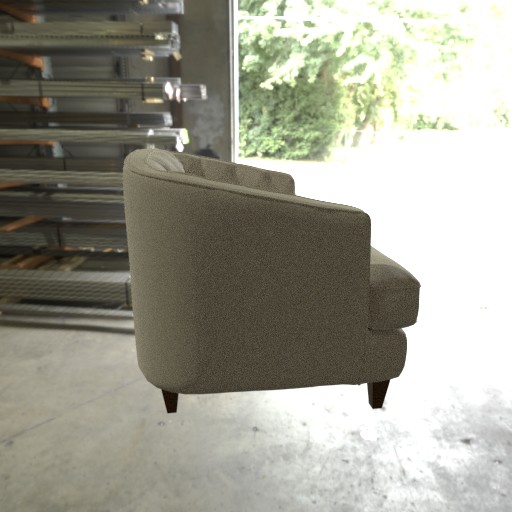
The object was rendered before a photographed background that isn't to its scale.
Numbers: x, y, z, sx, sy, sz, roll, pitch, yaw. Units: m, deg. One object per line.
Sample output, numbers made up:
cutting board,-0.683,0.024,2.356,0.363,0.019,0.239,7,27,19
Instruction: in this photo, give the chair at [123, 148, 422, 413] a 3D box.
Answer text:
chair,0.000,0.000,1.825,0.941,0.852,1.104,-3,17,-8
